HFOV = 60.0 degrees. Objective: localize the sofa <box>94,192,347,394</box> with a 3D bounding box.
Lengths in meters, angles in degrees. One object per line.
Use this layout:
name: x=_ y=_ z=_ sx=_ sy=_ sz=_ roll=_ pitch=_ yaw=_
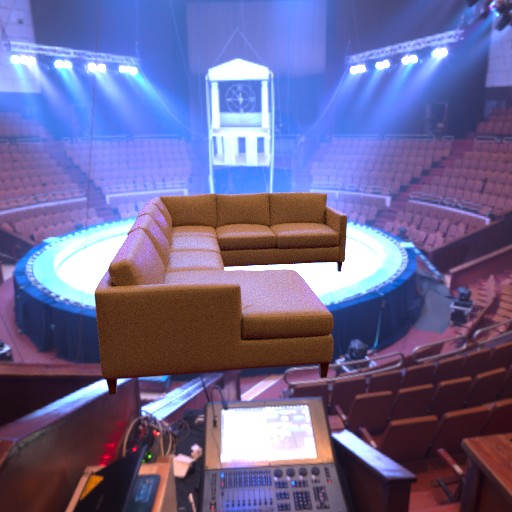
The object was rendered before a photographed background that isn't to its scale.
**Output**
sofa: x=0.000 y=0.000 z=4.632 sx=2.594 sy=0.961 sz=3.460 roll=-2 pitch=15 yaw=-8
